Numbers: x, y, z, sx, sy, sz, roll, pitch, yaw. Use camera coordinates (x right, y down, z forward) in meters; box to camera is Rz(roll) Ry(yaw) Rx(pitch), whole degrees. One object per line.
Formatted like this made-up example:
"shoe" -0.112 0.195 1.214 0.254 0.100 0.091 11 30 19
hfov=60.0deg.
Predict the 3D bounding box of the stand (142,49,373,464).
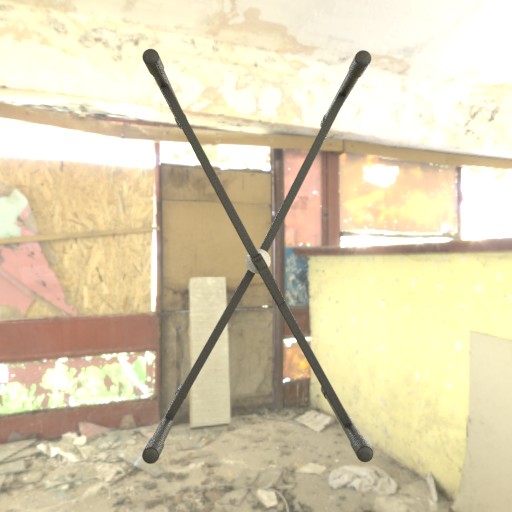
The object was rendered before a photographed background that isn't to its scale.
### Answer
"stand" 0.000 0.000 1.205 0.503 0.900 0.495 0 0 -1
